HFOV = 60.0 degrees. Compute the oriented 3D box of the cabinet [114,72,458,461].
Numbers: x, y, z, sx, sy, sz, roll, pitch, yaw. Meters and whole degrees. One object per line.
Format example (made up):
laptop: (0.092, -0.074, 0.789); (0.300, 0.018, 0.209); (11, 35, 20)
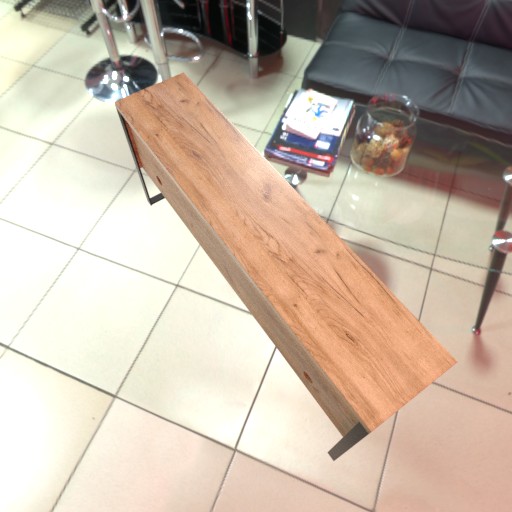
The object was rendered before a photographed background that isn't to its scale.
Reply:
cabinet: (0.000, 0.000, 2.112); (0.395, 0.762, 1.800); (-31, 64, -17)
